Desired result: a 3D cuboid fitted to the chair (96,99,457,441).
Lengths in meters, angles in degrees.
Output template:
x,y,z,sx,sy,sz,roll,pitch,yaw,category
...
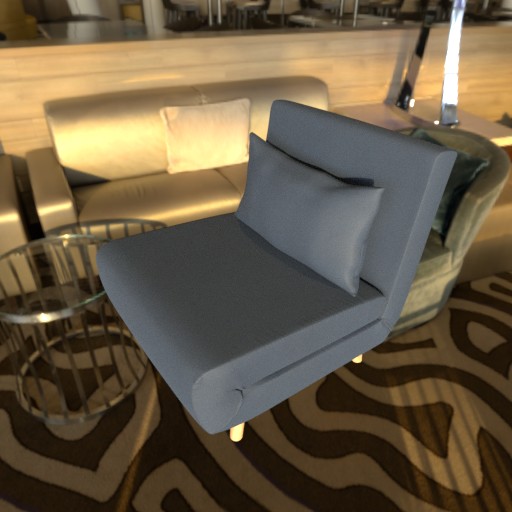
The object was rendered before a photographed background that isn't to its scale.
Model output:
x,y,z,sx,sy,sz,roll,pitch,yaw,category
0.000,0.000,1.501,0.900,0.808,0.770,-21,37,-29,chair
